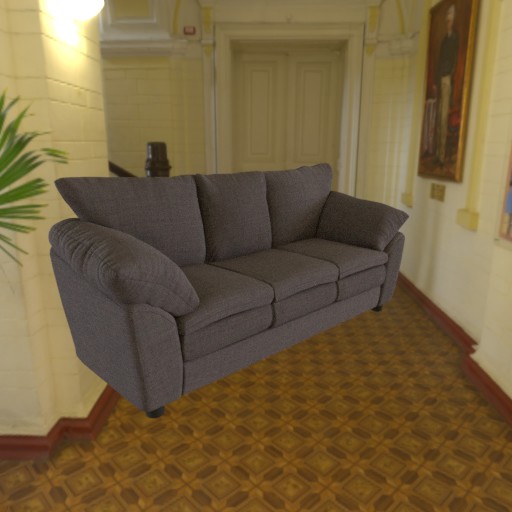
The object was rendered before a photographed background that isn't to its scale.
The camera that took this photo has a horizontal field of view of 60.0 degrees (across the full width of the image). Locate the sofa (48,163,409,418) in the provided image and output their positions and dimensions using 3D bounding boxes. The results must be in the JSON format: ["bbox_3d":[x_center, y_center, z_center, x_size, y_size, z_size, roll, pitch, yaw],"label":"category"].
[{"bbox_3d":[0.000,0.000,2.818,2.336,1.080,0.883,-13,20,-42],"label":"sofa"}]
